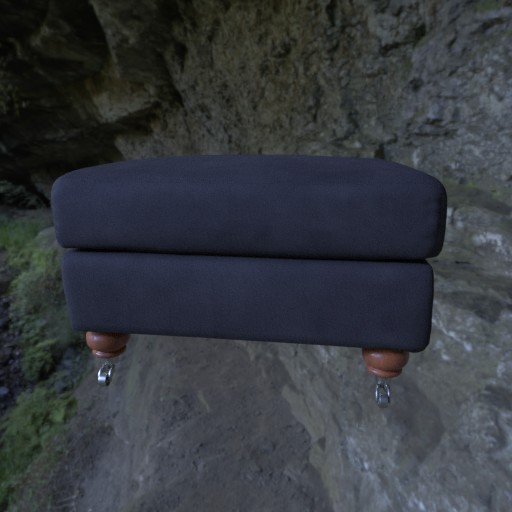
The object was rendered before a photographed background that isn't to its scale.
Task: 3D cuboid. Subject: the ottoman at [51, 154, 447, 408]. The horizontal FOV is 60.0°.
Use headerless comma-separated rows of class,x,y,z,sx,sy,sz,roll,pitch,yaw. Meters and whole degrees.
ottoman,0.000,0.000,1.123,0.773,0.497,0.574,2,15,8
